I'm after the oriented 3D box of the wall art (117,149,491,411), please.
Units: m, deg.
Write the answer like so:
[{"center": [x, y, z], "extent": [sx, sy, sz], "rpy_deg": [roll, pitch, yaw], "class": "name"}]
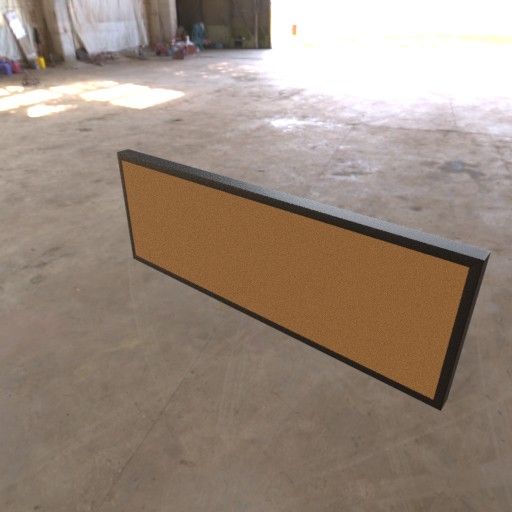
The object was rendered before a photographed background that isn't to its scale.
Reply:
[{"center": [0.000, 0.000, 0.949], "extent": [0.860, 0.303, 0.037], "rpy_deg": [22, 36, 33], "class": "wall art"}]
